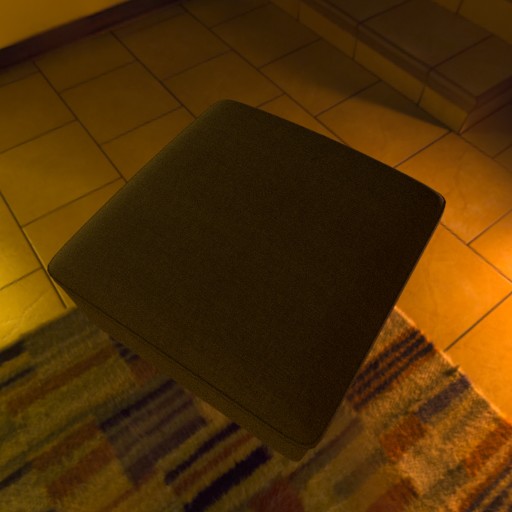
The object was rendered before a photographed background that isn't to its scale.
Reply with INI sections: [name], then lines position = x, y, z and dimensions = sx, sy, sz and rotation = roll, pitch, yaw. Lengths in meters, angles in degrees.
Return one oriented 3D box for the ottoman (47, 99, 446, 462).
[ottoman]
position = 0.000, 0.000, 1.716
dimensions = 1.067, 0.559, 1.067
rotation = 29, 63, 17
